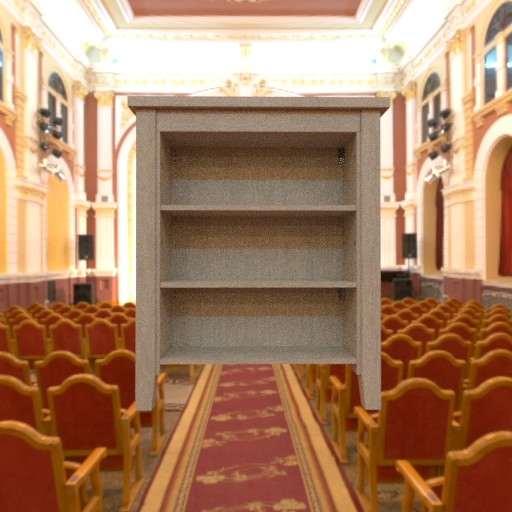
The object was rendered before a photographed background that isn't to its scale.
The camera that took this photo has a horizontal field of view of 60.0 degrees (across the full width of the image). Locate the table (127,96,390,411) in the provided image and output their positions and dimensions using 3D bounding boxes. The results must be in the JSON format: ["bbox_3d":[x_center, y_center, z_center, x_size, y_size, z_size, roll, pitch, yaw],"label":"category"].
[{"bbox_3d":[0.000,0.000,1.925,0.729,0.874,1.397,0,0,-1],"label":"table"}]
